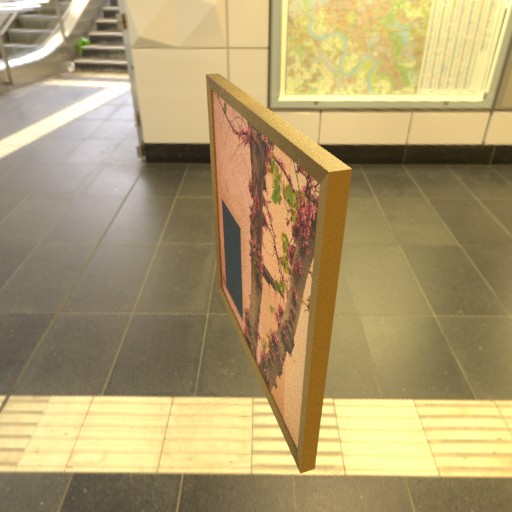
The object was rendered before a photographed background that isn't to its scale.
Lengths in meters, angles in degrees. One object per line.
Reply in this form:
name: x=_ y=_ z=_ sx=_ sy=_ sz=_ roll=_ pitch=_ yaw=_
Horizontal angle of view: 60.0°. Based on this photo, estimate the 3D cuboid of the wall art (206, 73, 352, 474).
wall art: x=0.000 y=0.000 z=1.158 sx=0.038 sy=0.762 sz=0.762 roll=-11 pitch=34 yaw=-16
